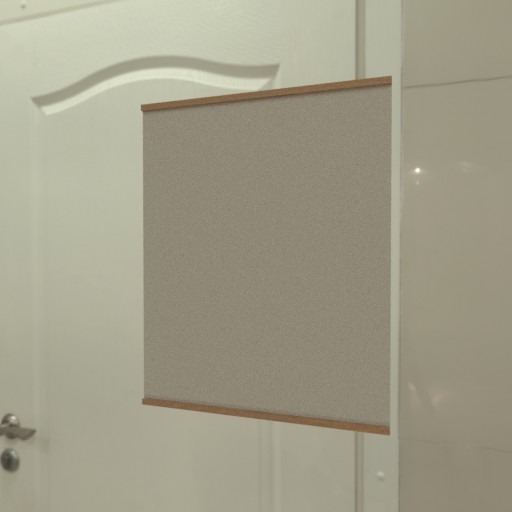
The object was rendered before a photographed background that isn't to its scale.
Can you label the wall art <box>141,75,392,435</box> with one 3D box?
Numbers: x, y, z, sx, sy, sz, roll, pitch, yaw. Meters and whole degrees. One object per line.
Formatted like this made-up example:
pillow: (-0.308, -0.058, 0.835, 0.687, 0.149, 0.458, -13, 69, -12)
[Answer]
wall art: (0.000, 0.000, 0.695, 0.405, 0.508, 0.012, 0, 1, 18)
